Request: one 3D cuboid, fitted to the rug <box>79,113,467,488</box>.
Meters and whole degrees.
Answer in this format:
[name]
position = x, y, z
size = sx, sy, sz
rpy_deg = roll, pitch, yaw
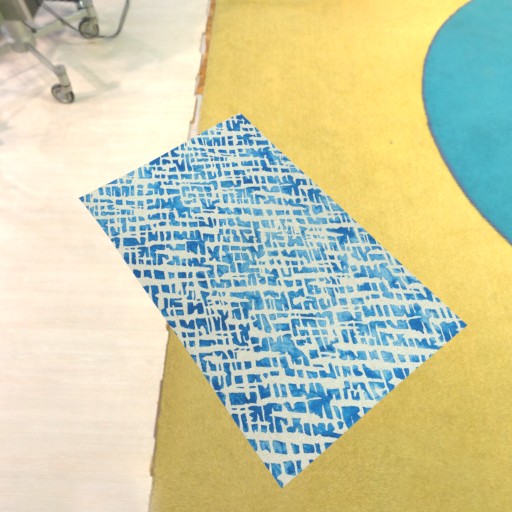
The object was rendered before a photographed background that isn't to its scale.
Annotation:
[rug]
position = 0.000, 0.000, 3.081
size = 1.520, 0.011, 2.447
rpy_deg = -33, 65, -18
